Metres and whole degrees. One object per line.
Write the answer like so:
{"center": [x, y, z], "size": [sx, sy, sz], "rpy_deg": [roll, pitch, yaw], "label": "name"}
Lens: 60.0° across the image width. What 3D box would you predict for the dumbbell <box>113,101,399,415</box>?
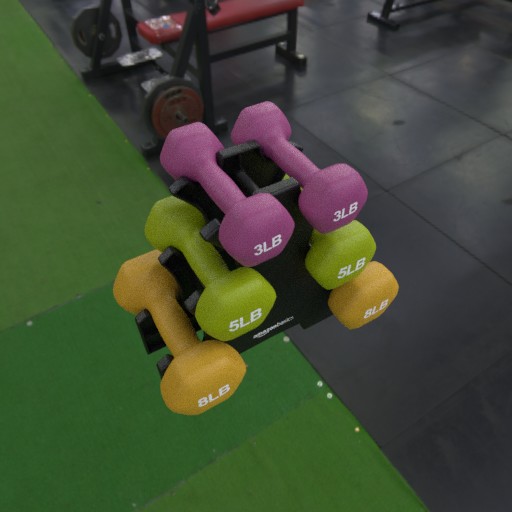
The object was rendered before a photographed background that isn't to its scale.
{"center": [0.000, 0.000, 0.487], "size": [0.300, 0.271, 0.190], "rpy_deg": [-23, 52, -20], "label": "dumbbell"}
